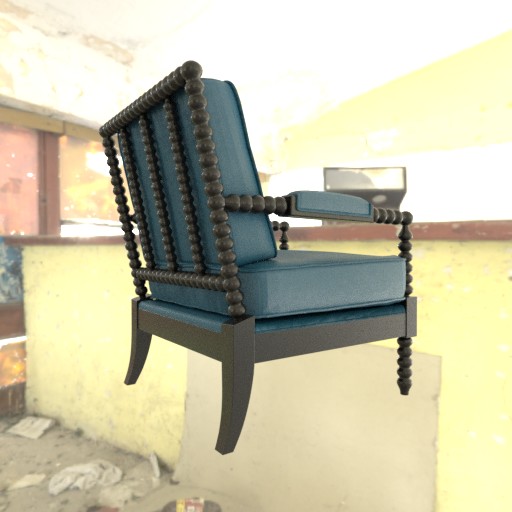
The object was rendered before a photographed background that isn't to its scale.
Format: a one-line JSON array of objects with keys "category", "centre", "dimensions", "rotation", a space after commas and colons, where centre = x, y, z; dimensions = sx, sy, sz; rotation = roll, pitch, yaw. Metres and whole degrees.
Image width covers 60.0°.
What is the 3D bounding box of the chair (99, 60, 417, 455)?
[{"category": "chair", "centre": [0.000, 0.000, 1.406], "dimensions": [0.805, 0.857, 0.688], "rotation": [-1, 1, -35]}]
